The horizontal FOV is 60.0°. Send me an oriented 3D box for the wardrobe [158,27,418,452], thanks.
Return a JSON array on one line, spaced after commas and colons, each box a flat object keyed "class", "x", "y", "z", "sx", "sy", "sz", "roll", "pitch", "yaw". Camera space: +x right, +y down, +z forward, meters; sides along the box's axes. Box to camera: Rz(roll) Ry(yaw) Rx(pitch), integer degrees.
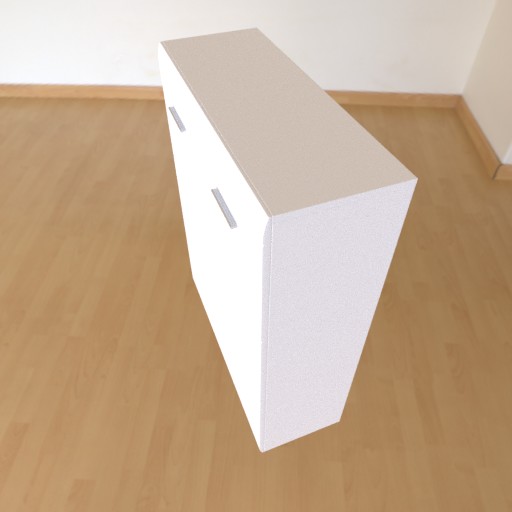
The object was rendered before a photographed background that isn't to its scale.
[{"class": "wardrobe", "x": 0.000, "y": 0.000, "z": 1.583, "sx": 0.360, "sy": 1.200, "sz": 0.900, "roll": -16, "pitch": 48, "yaw": -15}]
